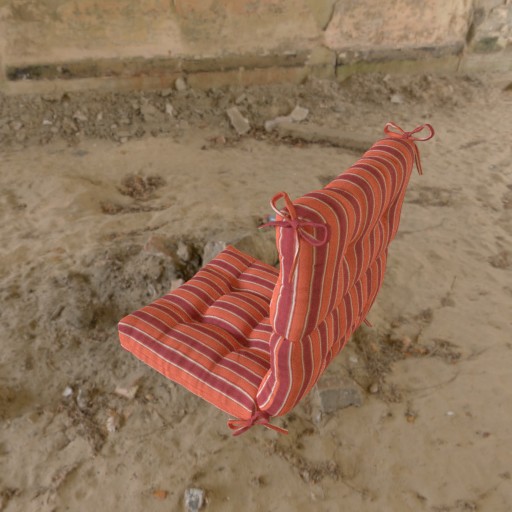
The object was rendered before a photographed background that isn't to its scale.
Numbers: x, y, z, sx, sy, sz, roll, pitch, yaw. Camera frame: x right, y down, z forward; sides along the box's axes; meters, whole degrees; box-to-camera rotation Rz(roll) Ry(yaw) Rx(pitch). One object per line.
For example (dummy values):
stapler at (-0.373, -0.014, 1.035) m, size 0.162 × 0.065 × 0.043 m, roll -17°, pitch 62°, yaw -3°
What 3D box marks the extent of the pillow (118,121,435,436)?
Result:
pillow at (0.000, 0.000, 1.040) m, size 0.571 × 0.605 × 0.519 m, roll 22°, pitch 40°, yaw 29°
